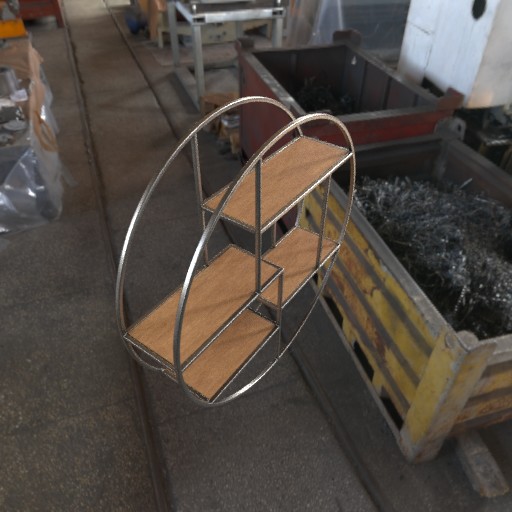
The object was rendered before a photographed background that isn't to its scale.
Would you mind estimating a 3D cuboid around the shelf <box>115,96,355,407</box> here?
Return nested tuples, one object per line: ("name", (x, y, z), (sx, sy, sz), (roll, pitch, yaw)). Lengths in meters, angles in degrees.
("shelf", (0.000, 0.000, 1.342), (0.202, 0.888, 0.888), (25, 47, 26))
